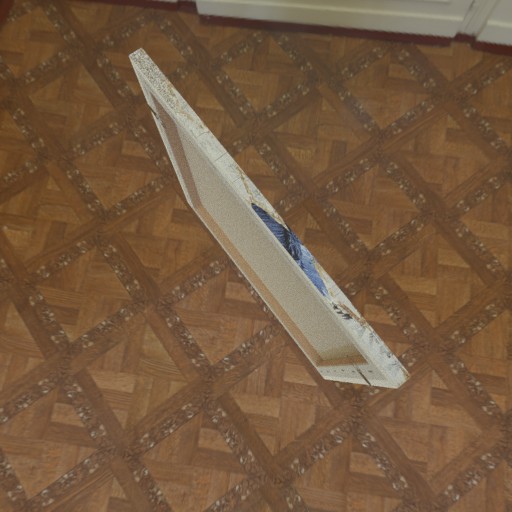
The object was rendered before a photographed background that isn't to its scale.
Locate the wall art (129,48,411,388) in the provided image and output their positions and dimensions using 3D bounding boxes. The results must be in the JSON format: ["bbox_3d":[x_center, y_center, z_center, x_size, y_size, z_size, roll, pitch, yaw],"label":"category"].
[{"bbox_3d":[0.000,0.000,1.355,0.039,0.914,0.912,-36,78,-9],"label":"wall art"}]
